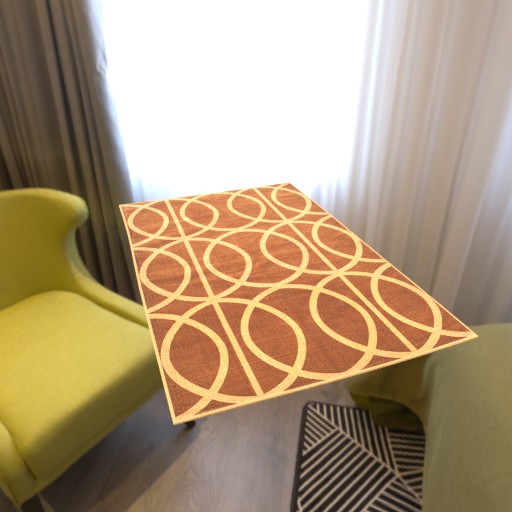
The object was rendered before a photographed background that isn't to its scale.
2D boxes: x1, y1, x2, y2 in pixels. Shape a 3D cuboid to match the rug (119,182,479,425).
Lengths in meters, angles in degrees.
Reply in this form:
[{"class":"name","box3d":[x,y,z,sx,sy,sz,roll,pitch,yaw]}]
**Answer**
[{"class":"rug","box3d":[0.000,0.000,2.885,1.526,0.014,2.290,-11,32,-17]}]
